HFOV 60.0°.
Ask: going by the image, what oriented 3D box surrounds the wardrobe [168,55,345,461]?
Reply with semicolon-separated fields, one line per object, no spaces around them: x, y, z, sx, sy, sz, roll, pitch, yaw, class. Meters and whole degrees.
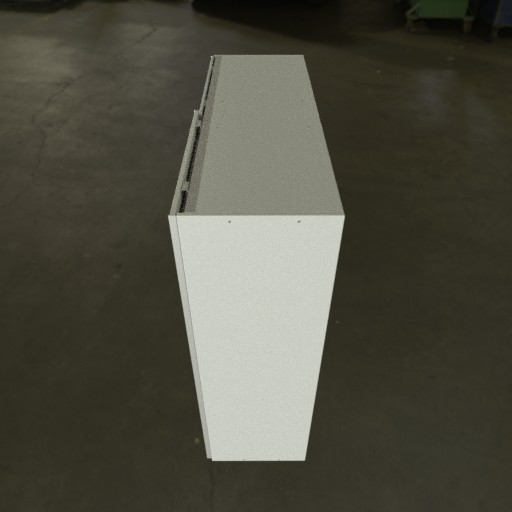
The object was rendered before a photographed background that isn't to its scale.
0.000;0.000;2.885;0.629;1.960;1.780;0;41;0;wardrobe
